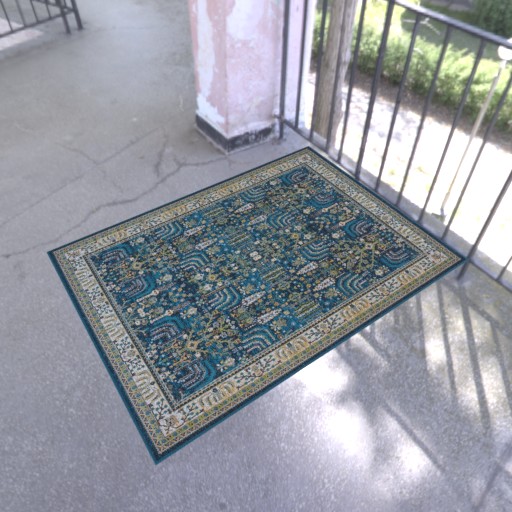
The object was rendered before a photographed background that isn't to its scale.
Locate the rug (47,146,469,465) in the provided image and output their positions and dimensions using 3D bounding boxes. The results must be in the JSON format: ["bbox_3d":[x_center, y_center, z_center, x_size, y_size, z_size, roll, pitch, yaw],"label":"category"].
[{"bbox_3d":[0.000,0.000,3.954,3.044,0.015,2.226,-27,52,-23],"label":"rug"}]
